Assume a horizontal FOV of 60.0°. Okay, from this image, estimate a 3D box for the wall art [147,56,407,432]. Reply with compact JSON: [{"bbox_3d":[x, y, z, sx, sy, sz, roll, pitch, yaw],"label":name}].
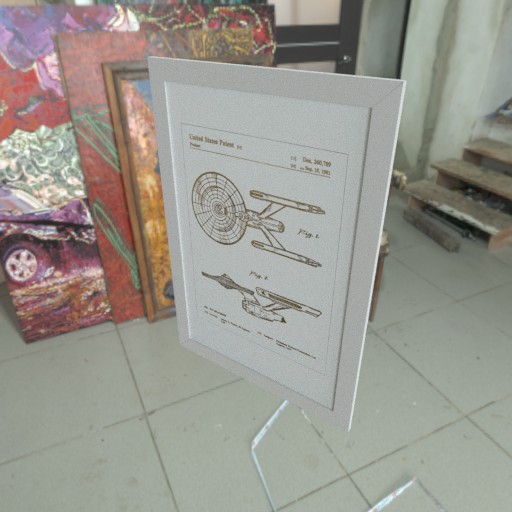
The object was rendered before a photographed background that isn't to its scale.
[{"bbox_3d":[0.000,0.000,0.832,0.454,0.659,0.011,19,35,29],"label":"wall art"}]
